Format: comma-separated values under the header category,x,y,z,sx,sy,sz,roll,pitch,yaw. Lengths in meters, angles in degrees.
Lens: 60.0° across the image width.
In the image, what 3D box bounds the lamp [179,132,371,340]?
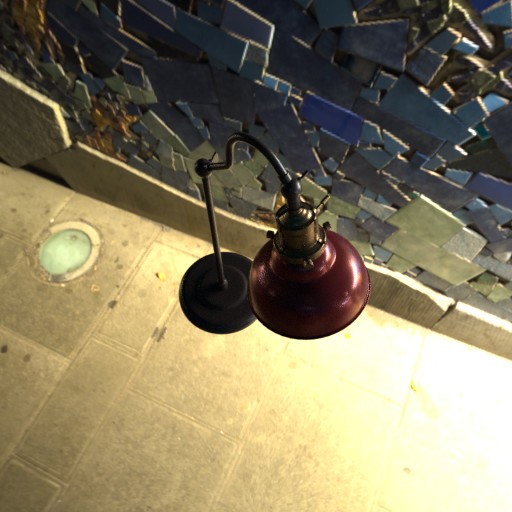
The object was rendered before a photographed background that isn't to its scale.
category,x,y,z,sx,sy,sz,roll,pitch,yaw
lamp,0.000,0.000,0.708,0.374,0.508,0.192,36,66,19
